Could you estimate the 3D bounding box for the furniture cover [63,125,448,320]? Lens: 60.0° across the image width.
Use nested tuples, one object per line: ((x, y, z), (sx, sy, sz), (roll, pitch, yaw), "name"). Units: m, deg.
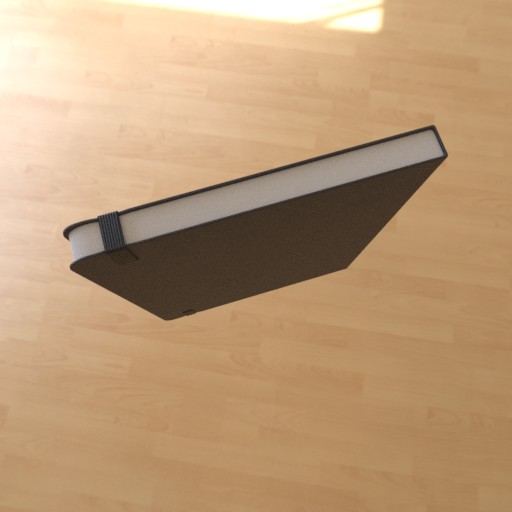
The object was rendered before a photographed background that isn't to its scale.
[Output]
((0.000, 0.000, 0.375), (0.216, 0.281, 0.023), (-16, 76, -4), "furniture cover")
